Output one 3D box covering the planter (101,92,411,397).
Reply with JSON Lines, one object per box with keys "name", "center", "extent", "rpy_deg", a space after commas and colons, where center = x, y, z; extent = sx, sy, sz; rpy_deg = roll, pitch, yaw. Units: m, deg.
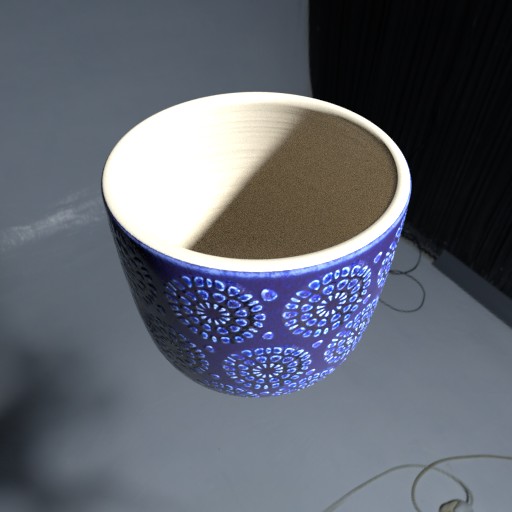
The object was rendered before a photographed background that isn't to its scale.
{"name": "planter", "center": [0.000, 0.000, 0.291], "extent": [0.165, 0.149, 0.165], "rpy_deg": [0, 46, 0]}
